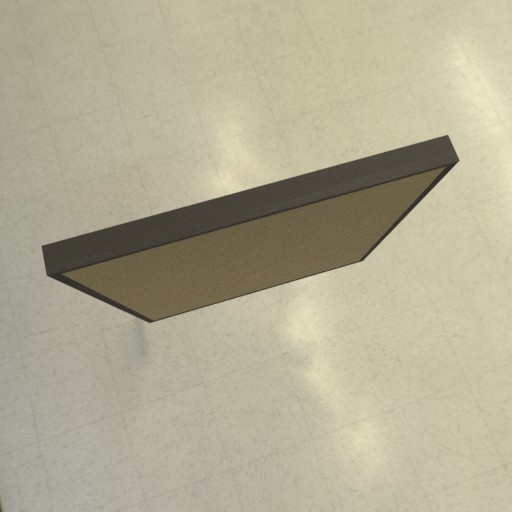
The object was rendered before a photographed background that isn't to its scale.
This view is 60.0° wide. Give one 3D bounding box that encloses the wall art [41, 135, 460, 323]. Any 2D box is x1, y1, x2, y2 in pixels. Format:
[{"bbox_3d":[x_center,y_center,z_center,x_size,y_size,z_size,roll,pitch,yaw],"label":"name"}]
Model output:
[{"bbox_3d":[0.000,0.000,0.774,0.509,0.507,0.037,-16,76,-4],"label":"wall art"}]
